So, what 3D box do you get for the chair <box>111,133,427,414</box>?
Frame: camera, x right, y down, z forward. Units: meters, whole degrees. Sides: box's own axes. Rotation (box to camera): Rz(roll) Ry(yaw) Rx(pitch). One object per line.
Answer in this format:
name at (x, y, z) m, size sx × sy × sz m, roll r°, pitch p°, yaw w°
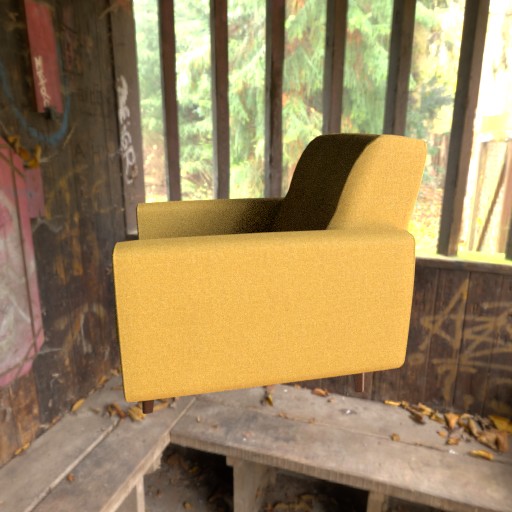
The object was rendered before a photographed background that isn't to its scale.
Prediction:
chair at (0.000, 0.000, 1.569) m, size 0.909 × 0.841 × 0.831 m, roll -3°, pitch 15°, yaw -9°
